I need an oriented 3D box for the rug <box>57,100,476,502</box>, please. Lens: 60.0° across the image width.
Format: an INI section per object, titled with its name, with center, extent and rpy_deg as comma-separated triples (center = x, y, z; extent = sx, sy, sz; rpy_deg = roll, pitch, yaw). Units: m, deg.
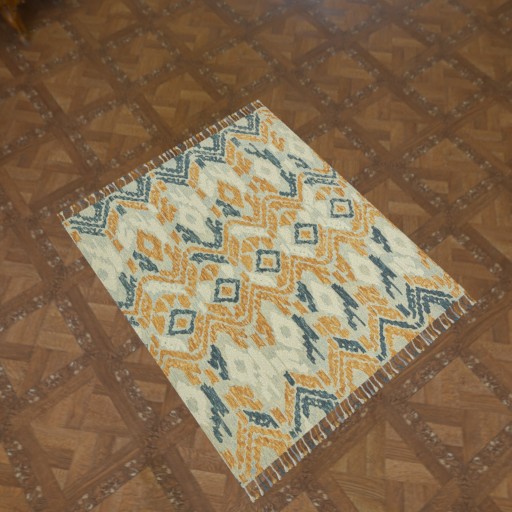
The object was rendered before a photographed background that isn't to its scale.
[rug]
center = 0.000, 0.000, 4.000
extent = 2.439, 0.010, 3.048
rpy_deg = -35, 68, -17
